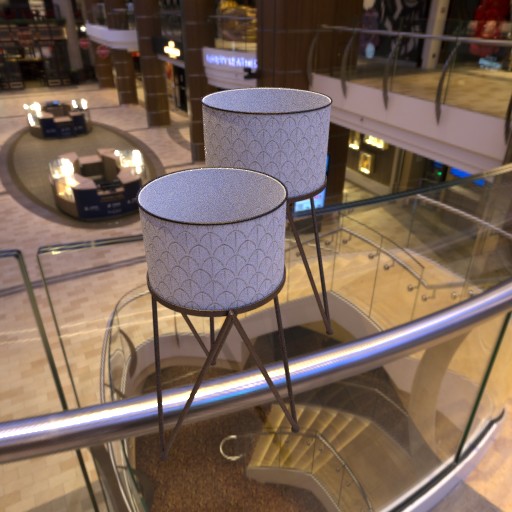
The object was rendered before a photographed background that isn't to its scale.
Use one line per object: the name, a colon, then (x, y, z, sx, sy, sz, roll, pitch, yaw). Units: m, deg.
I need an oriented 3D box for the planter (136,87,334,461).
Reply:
planter: (0.000, 0.000, 1.143, 0.413, 0.712, 0.769, 8, 31, 14)
